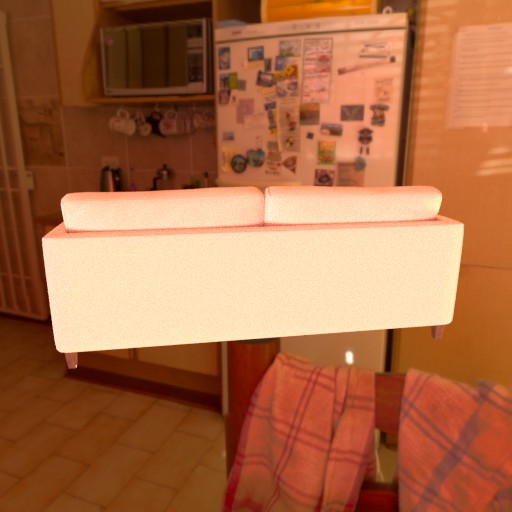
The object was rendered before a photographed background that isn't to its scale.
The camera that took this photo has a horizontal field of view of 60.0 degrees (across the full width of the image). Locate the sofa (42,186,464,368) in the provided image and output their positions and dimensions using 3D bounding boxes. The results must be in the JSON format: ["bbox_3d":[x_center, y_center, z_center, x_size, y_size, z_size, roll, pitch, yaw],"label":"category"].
[{"bbox_3d":[0.000,0.000,2.918,2.361,0.962,0.951,-3,15,-9],"label":"sofa"}]
